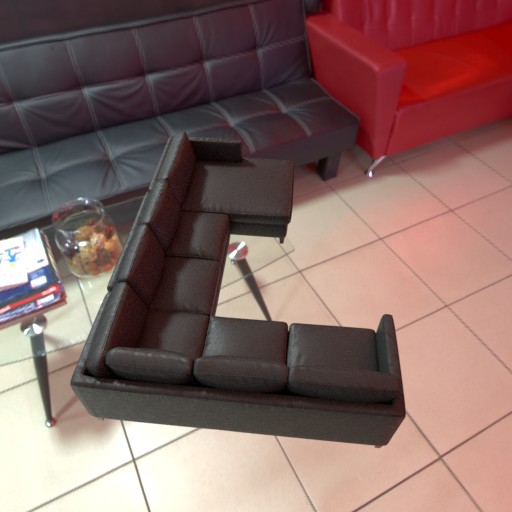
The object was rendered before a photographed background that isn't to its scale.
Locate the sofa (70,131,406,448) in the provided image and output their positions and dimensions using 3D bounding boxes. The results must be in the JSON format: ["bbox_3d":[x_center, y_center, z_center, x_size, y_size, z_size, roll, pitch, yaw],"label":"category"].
[{"bbox_3d":[0.000,0.000,4.647,2.593,0.923,3.460,4,48,4],"label":"sofa"}]
